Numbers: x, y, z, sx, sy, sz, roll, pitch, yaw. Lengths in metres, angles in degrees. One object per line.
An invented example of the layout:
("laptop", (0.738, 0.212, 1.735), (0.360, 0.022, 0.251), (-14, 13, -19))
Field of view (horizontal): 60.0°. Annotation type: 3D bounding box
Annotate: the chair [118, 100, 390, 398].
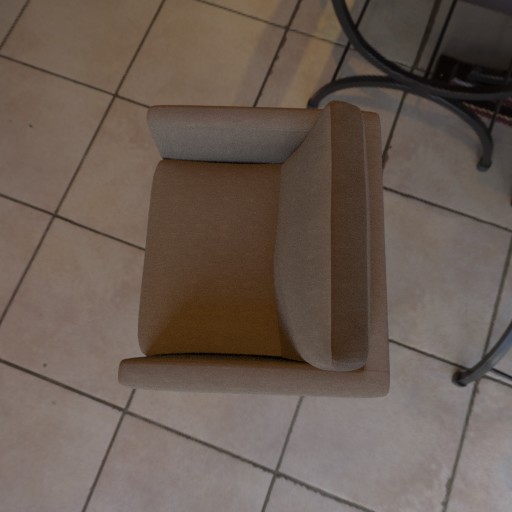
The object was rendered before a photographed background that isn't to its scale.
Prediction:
("chair", (0.000, 0.000, 1.877), (0.959, 0.963, 1.107), (2, 76, 1))
